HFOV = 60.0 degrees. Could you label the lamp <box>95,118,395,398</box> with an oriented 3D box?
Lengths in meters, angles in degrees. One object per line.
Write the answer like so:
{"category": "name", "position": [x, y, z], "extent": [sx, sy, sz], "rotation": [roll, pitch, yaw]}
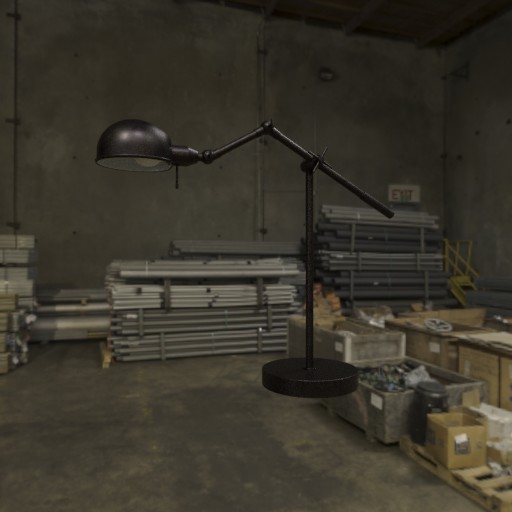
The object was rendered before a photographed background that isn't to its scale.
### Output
{"category": "lamp", "position": [0.000, 0.000, 0.830], "extent": [0.567, 0.495, 0.185], "rotation": [0, -1, -18]}
